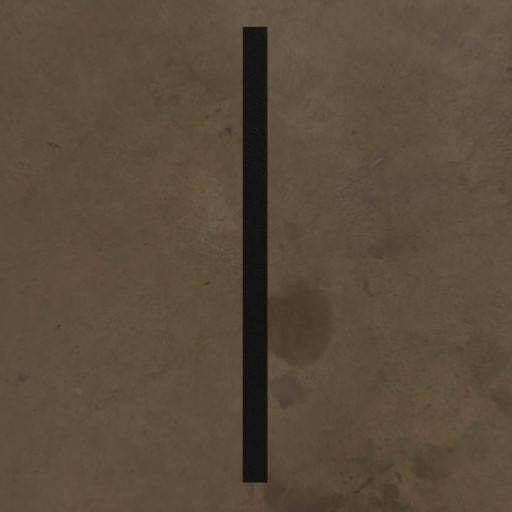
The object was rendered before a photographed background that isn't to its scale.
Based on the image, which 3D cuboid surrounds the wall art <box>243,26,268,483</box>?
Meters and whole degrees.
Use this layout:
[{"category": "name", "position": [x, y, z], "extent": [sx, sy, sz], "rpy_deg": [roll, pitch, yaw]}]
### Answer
[{"category": "wall art", "position": [0.000, 0.000, 1.115], "extent": [0.044, 0.758, 0.758], "rpy_deg": [0, 89, 0]}]
